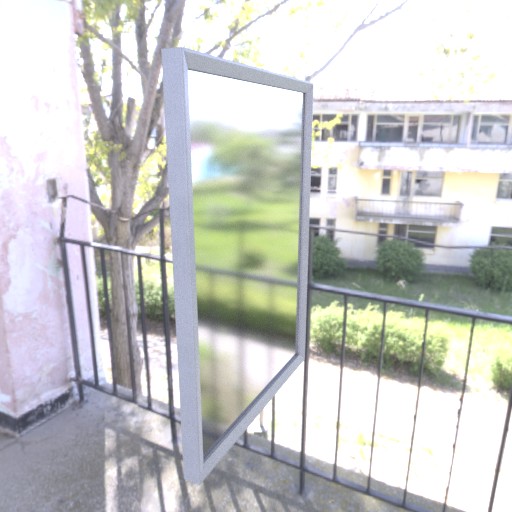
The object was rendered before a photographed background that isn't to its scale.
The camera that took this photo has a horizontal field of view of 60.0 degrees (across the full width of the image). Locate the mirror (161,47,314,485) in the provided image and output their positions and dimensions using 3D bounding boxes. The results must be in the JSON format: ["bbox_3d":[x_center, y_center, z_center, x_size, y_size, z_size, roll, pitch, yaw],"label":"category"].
[{"bbox_3d":[0.000,0.000,0.912,0.039,0.710,0.507,8,17,26],"label":"mirror"}]
